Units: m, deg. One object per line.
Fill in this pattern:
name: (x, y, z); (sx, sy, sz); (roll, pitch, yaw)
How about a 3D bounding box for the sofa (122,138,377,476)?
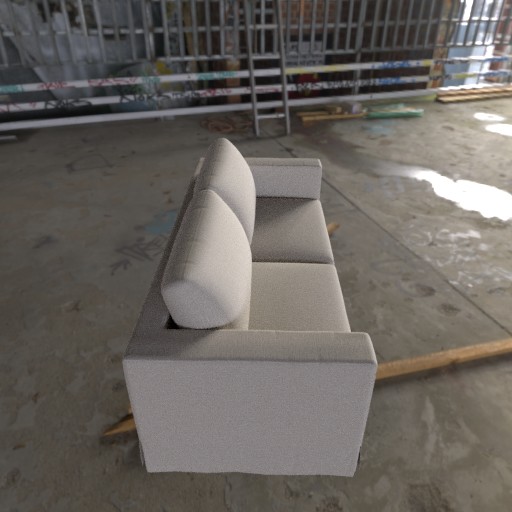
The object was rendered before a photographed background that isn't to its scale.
sofa: (0.000, 0.000, 2.604); (0.954, 0.881, 2.163); (1, 32, 1)
